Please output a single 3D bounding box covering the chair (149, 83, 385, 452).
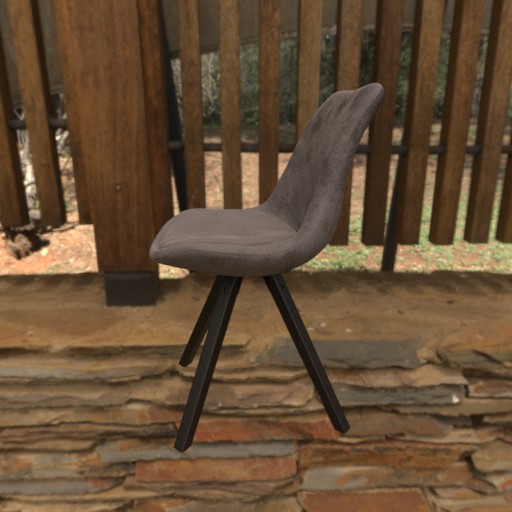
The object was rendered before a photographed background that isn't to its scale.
[{"bbox_3d":[0.000,0.000,1.185,0.550,0.850,0.485,-2,16,-8],"label":"chair"}]
